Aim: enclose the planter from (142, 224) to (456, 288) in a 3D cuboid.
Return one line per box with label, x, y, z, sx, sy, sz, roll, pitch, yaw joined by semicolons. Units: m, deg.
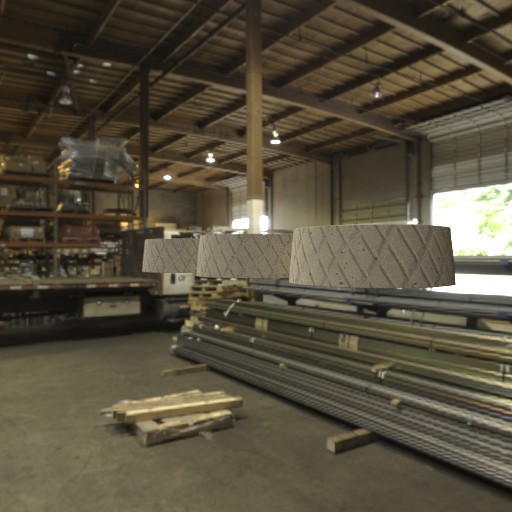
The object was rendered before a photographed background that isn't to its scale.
planter;0.000;0.000;0.427;0.114;0.038;0.390;0;0;-35
